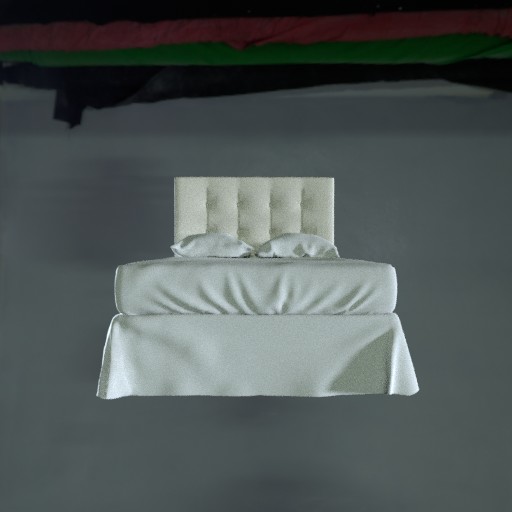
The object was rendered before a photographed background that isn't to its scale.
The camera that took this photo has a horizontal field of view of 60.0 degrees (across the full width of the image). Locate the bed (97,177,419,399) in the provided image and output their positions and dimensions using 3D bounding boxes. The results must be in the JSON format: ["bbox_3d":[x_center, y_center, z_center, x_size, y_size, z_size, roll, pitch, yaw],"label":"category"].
[{"bbox_3d":[0.000,0.000,3.545,1.936,1.577,2.222,0,1,-1],"label":"bed"}]
